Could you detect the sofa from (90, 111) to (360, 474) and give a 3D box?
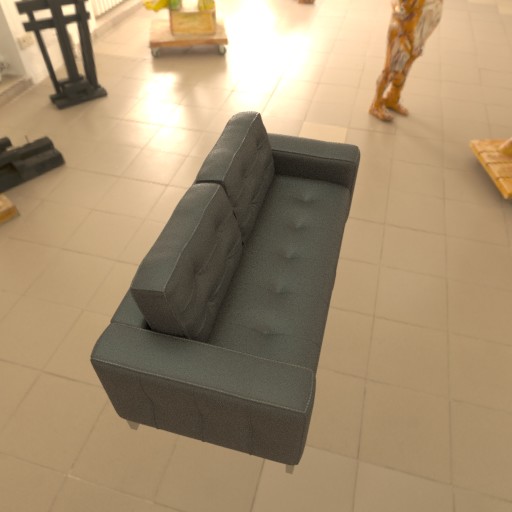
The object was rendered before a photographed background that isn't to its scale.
[{"bbox_3d":[0.000,0.000,2.234,0.833,0.893,1.726,11,47,10],"label":"sofa"}]
